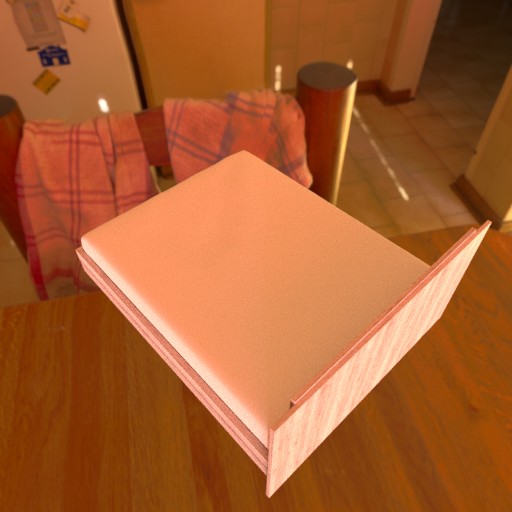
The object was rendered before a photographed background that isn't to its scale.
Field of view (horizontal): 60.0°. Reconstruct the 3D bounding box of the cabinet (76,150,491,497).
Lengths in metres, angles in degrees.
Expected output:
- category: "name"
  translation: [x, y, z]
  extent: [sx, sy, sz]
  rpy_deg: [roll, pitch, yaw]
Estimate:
- category: "cabinet"
  translation: [0.000, 0.000, 2.992]
  extent: [1.750, 0.970, 2.080]
  rpy_deg: [-35, 56, -27]
